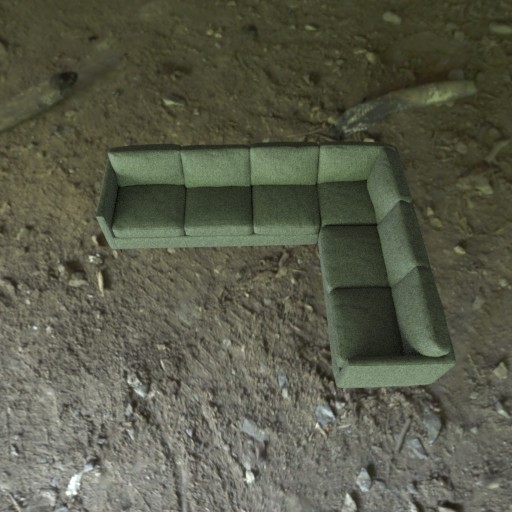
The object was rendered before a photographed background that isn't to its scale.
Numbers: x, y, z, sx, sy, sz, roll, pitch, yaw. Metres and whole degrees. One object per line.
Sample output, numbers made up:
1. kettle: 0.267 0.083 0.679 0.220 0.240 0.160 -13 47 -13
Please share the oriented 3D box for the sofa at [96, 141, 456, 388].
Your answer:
1. sofa: 0.000 0.000 4.537 3.302 0.947 2.593 -1 58 -1
